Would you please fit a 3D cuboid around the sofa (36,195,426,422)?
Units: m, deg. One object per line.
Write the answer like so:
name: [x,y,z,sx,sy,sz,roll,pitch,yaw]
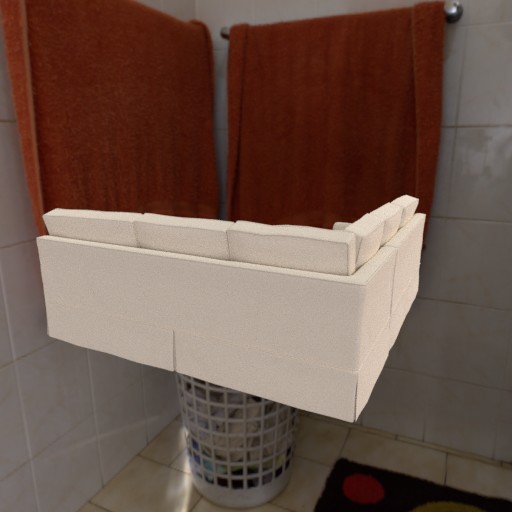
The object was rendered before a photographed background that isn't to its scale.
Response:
sofa: [0.000,0.000,4.055,2.597,1.070,2.591,7,17,26]
